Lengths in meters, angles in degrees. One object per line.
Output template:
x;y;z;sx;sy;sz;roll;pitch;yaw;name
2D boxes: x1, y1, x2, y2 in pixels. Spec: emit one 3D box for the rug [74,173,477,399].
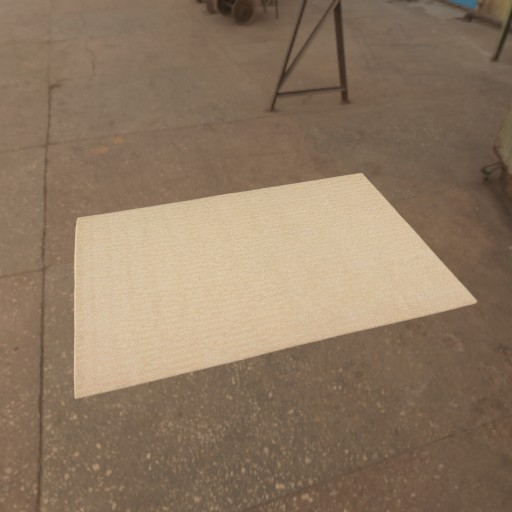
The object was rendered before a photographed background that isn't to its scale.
0.000;0.000;2.353;1.848;0.014;1.238;-11;42;-12;rug
